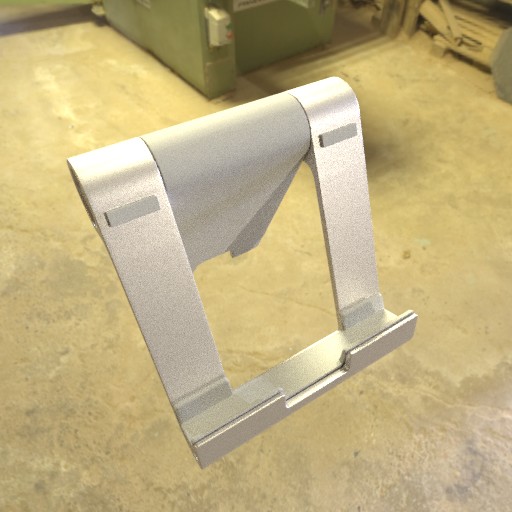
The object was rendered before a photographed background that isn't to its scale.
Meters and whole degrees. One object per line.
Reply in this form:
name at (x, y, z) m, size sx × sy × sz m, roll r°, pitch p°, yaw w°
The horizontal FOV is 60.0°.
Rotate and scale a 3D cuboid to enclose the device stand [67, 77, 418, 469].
device stand at (0.000, 0.000, 0.146) m, size 0.086 × 0.084 × 0.079 m, roll -24°, pitch 52°, yaw -21°
